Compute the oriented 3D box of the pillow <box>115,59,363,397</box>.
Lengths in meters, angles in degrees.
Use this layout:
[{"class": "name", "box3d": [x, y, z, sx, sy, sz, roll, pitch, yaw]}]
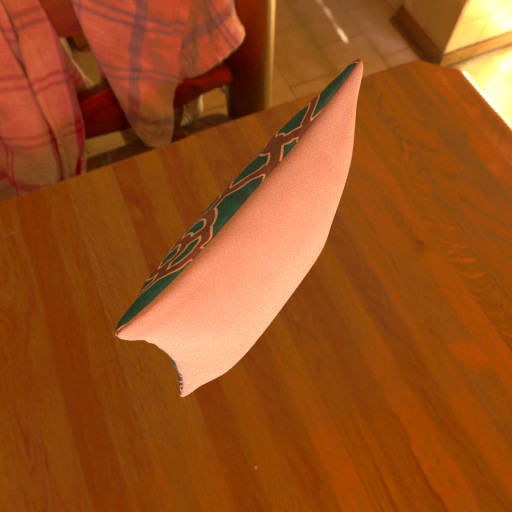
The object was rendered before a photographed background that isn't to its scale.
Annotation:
[{"class": "pillow", "box3d": [0.000, 0.000, 0.799, 0.166, 0.507, 0.526, 33, 69, 15]}]
